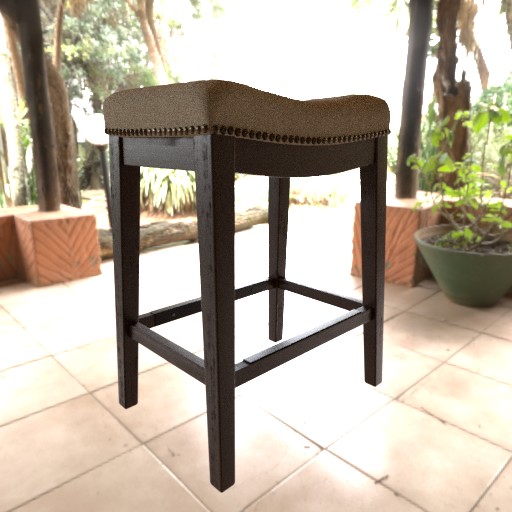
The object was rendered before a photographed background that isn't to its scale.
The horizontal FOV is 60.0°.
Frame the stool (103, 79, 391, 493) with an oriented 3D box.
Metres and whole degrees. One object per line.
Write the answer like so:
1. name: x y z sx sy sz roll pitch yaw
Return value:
1. stool: 0.000 0.000 0.956 0.509 0.669 0.363 -14 20 -42
